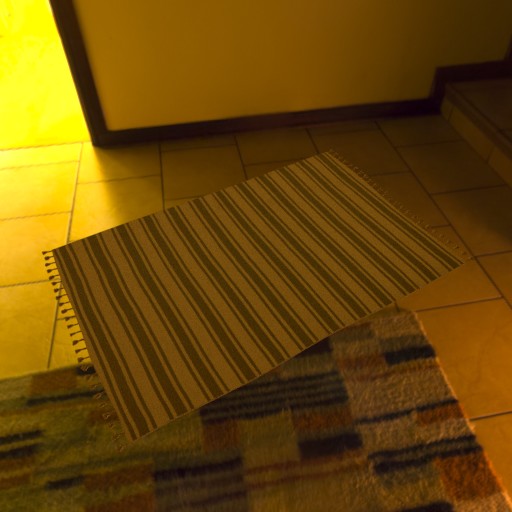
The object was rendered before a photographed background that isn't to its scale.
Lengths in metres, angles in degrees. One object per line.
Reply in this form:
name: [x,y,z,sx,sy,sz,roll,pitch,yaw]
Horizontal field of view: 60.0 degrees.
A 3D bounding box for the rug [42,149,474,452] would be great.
rug: [0.000,0.000,2.240,1.875,0.013,1.162,-23,51,-21]
